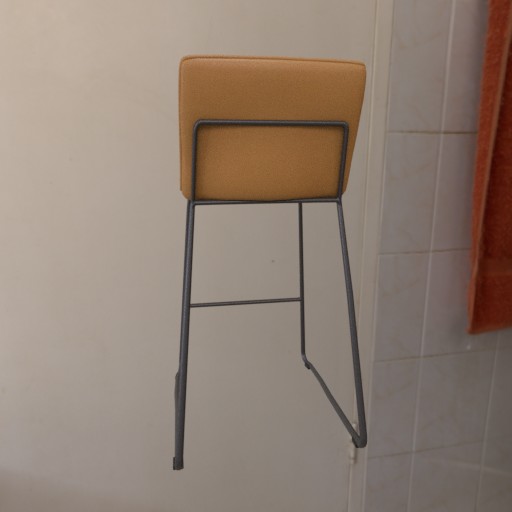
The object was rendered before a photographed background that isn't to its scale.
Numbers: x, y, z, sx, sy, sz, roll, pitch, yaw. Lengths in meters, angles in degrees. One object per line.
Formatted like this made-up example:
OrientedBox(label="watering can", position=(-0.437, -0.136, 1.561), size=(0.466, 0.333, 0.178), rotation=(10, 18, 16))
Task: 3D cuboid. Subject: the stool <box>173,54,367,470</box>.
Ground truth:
OrientedBox(label="stool", position=(0.000, 0.000, 1.225), size=(0.489, 0.936, 0.524), rotation=(-2, 14, -10))
